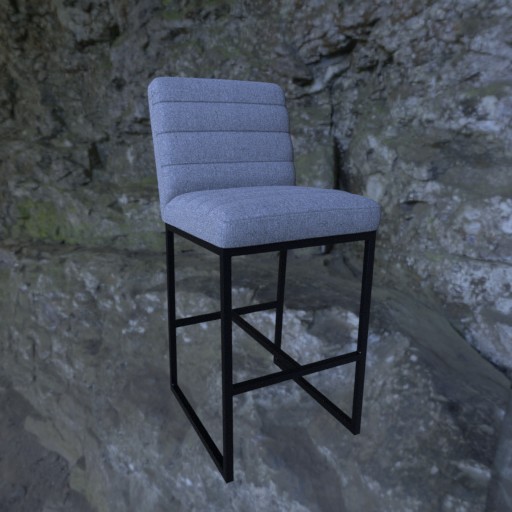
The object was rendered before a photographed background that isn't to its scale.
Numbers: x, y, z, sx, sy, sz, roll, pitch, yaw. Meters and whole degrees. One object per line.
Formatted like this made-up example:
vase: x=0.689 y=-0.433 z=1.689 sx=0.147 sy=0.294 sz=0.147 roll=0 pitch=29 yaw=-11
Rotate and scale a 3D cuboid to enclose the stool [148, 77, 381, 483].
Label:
stool: x=0.000 y=0.000 z=1.322 sx=0.459 sy=1.034 sz=0.571 roll=-8 pitch=17 yaw=-26
